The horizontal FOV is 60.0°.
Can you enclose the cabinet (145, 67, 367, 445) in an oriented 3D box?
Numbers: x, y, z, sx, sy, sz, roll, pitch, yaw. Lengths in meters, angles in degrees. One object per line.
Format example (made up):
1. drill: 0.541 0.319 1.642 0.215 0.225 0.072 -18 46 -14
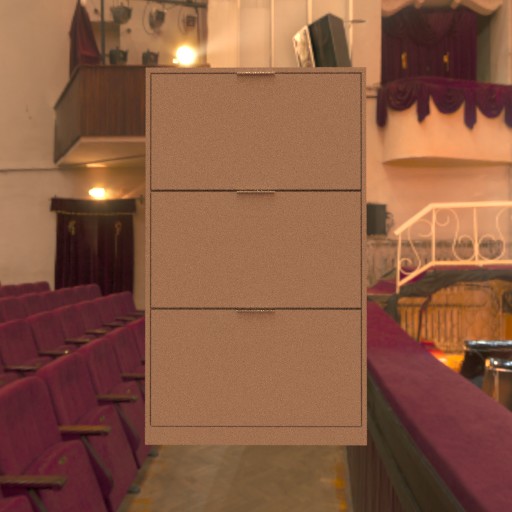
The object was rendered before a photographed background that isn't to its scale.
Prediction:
1. cabinet: 0.000 0.000 1.613 0.750 1.280 0.250 0 0 0
